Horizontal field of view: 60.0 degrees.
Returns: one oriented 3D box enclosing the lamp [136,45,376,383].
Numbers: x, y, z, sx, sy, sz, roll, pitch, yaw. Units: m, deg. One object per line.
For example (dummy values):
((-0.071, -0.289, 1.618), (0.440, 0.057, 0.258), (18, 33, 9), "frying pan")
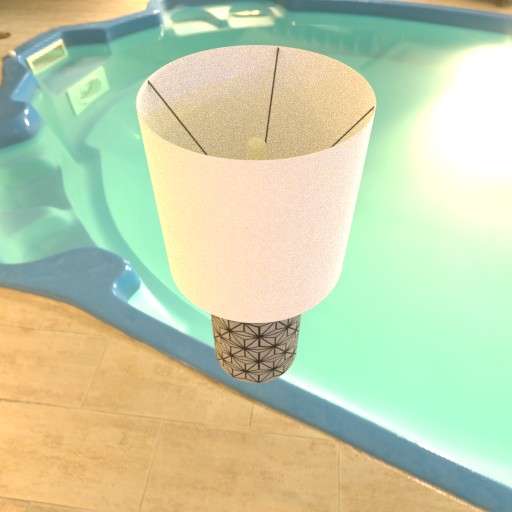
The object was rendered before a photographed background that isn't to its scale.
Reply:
((0.000, 0.000, 0.538), (0.206, 0.416, 0.206), (10, 47, 9), "lamp")
